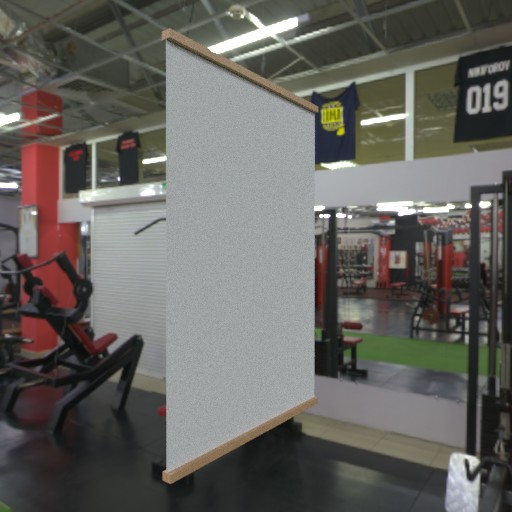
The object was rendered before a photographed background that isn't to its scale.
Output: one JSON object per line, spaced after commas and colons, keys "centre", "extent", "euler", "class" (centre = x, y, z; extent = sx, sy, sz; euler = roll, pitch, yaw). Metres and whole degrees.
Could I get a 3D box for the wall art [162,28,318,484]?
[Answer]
{"centre": [0.000, 0.000, 0.633], "extent": [0.013, 0.510, 0.335], "euler": [0, 1, 37], "class": "wall art"}
